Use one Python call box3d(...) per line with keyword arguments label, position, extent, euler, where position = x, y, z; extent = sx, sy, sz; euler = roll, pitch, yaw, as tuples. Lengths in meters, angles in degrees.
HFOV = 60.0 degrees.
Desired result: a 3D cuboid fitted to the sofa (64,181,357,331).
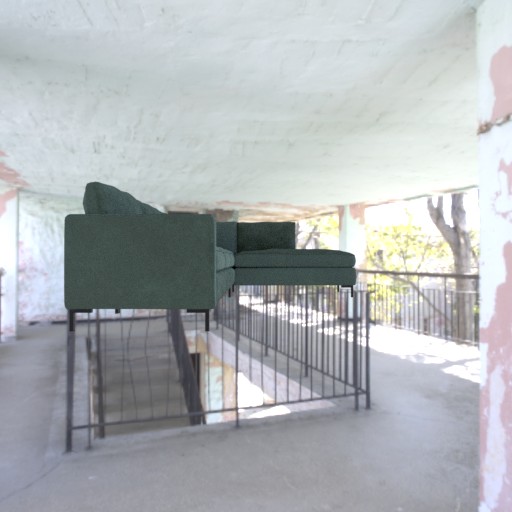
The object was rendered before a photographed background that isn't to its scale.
box3d(label="sofa", position=(0.000, 0.000, 3.168), extent=(1.707, 0.687, 2.486), euler=(0, 0, 0))
